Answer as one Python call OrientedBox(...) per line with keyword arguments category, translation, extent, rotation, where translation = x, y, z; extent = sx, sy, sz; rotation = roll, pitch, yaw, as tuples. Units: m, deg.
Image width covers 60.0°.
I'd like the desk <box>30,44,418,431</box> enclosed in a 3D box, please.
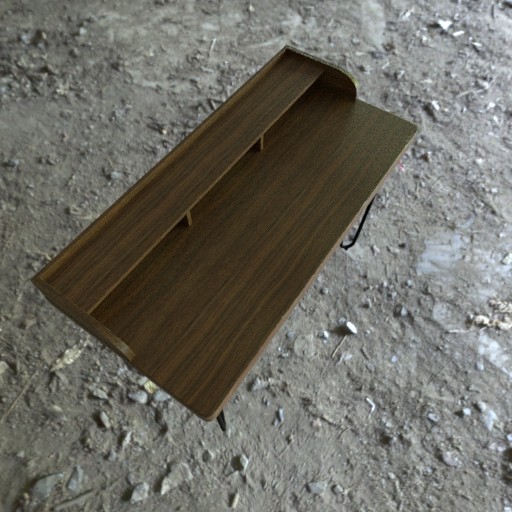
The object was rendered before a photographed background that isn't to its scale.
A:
OrientedBox(category="desk", translation=(0.000, 0.000, 1.657), extent=(0.565, 0.854, 1.200), rotation=(31, 64, 17))
